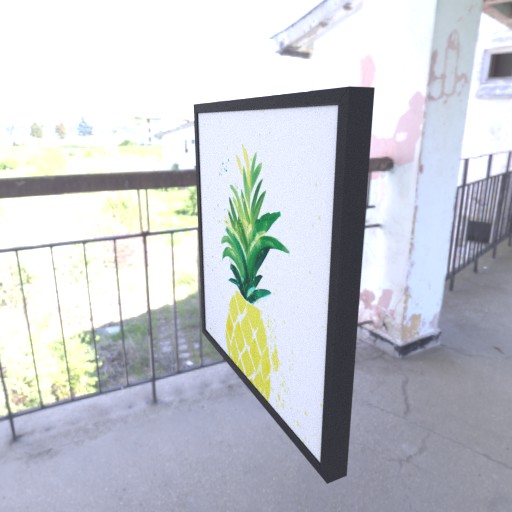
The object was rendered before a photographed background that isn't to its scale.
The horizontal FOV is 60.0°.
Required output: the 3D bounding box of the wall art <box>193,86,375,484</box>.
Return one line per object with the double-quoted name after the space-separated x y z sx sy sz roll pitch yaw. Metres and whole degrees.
0.000 0.000 0.756 0.033 0.507 0.508 -8 18 -25 "wall art"
